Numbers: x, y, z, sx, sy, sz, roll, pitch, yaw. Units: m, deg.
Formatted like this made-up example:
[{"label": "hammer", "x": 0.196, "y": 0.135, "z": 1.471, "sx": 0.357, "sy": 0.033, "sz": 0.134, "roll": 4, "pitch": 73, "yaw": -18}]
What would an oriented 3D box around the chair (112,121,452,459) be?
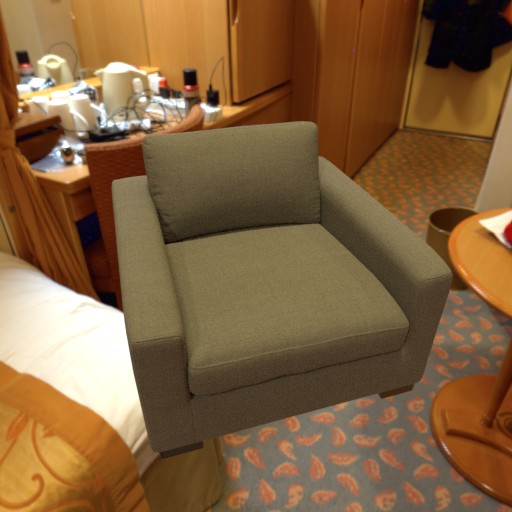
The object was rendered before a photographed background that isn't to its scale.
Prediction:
[{"label": "chair", "x": 0.000, "y": 0.000, "z": 1.836, "sx": 1.070, "sy": 0.847, "sz": 1.100, "roll": -10, "pitch": 34, "yaw": -15}]
